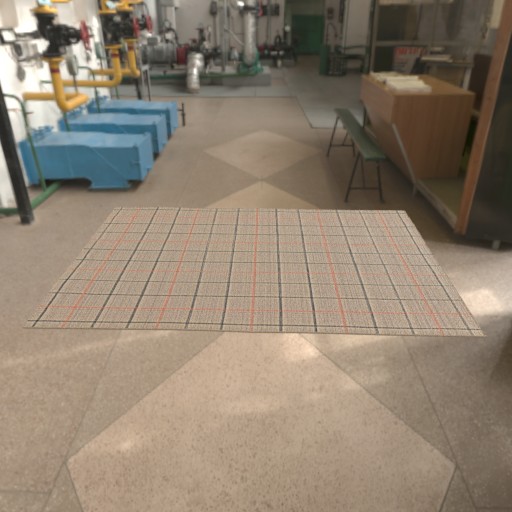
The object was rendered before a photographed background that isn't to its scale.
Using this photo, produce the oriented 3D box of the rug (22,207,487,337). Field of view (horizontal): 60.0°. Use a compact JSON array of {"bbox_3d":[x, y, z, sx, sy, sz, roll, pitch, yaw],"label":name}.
[{"bbox_3d":[0.000,0.000,2.275,1.829,0.013,1.220,1,29,2],"label":"rug"}]
